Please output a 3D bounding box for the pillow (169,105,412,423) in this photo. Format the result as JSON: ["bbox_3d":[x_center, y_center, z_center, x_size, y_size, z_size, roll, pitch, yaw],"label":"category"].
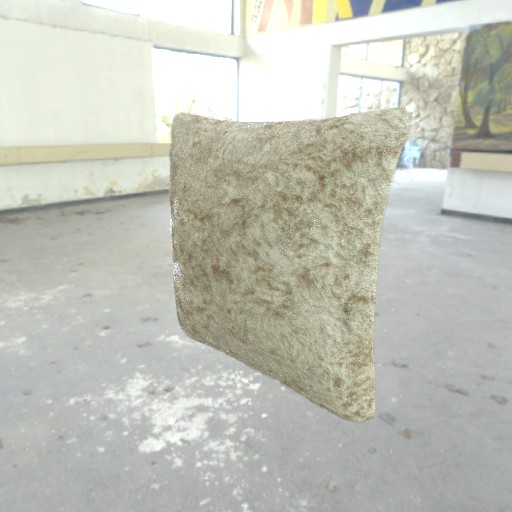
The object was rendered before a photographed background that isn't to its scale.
[{"bbox_3d":[0.000,0.000,0.822,0.216,0.525,0.538,-16,23,-43],"label":"pillow"}]
